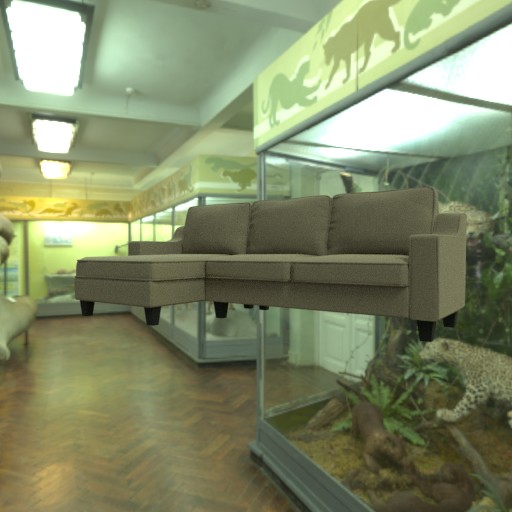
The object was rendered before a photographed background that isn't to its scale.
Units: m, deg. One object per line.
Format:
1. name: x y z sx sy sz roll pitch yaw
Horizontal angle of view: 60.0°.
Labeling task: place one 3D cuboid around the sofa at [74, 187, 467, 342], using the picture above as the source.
1. sofa: 0.000 0.000 3.193 2.561 0.928 1.294 0 1 36
